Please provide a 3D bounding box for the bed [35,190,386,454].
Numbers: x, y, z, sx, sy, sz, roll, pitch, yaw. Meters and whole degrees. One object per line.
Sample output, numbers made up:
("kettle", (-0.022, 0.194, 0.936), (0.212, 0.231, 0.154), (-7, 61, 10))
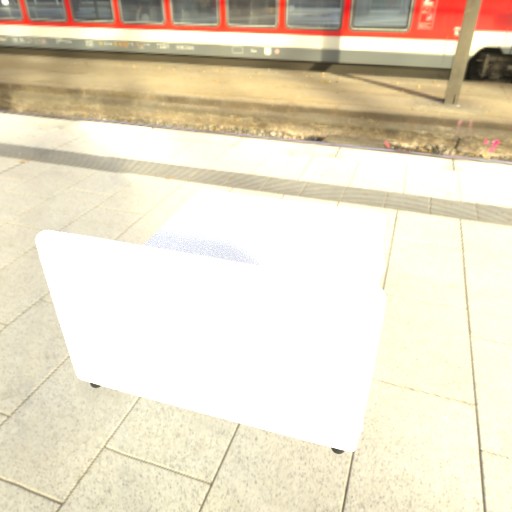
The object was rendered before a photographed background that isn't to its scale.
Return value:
("bed", (0.000, 0.000, 3.636), (2.119, 1.317, 2.341), (9, 34, 15))
